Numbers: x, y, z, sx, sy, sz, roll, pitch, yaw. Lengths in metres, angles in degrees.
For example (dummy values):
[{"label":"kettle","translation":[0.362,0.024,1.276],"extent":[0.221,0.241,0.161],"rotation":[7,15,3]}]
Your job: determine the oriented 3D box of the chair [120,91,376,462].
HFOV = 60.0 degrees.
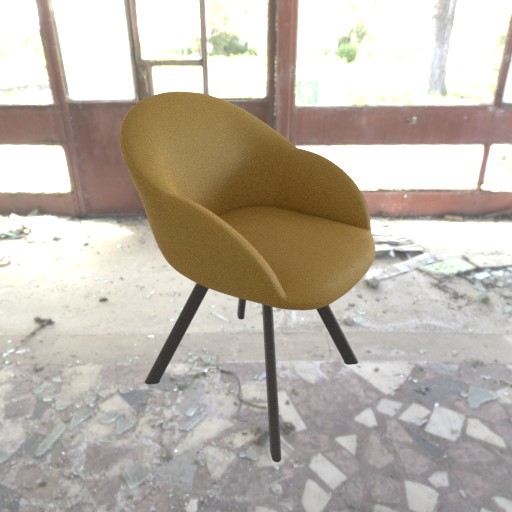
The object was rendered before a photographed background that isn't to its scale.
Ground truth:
[{"label":"chair","translation":[0.000,0.000,1.185],"extent":[0.583,0.793,0.551],"rotation":[18,31,32]}]
